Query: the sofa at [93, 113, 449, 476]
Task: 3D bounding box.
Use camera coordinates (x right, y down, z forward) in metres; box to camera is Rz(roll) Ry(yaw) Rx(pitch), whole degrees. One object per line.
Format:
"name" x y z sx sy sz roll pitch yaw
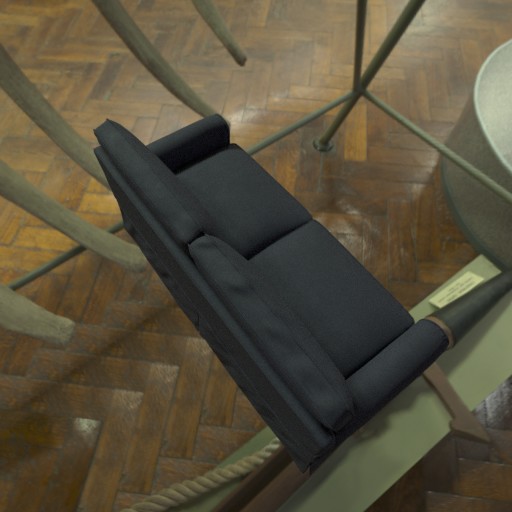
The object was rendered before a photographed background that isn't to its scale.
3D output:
"sofa" 0.000 0.000 2.745 0.983 1.094 2.256 -33 64 -18
